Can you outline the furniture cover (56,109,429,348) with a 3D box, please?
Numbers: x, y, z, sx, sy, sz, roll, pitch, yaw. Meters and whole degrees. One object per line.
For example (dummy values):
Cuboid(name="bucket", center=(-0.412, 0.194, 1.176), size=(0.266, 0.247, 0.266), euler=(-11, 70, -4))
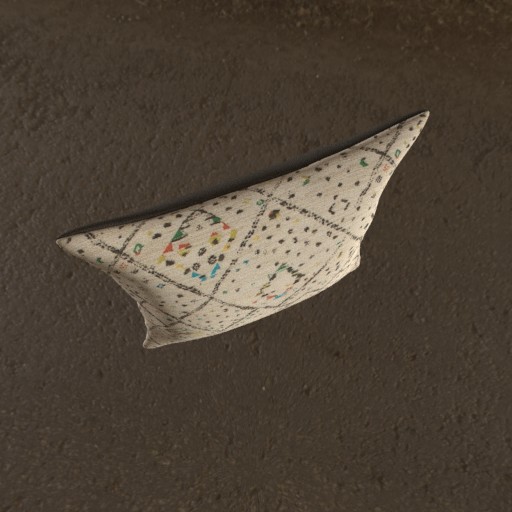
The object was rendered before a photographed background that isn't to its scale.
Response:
Cuboid(name="furniture cover", center=(0.000, 0.000, 0.787), size=(0.525, 0.498, 0.180), euler=(-21, 66, -10))
